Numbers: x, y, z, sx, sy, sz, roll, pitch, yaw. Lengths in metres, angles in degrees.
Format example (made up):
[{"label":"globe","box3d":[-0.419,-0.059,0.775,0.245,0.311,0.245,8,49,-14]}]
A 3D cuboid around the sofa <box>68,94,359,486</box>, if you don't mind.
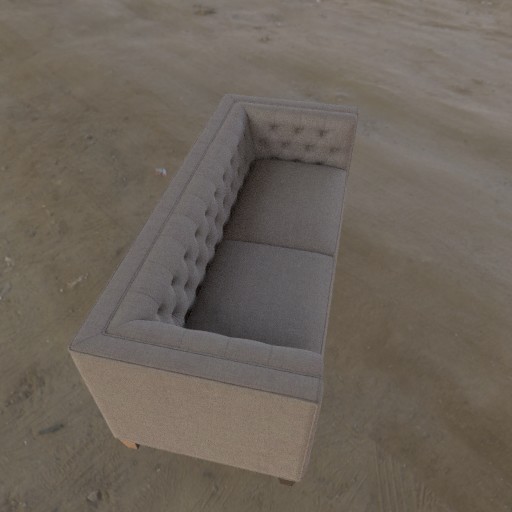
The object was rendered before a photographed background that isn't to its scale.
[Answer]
[{"label":"sofa","box3d":[0.000,0.000,2.144,0.775,0.762,1.778,9,46,9]}]
